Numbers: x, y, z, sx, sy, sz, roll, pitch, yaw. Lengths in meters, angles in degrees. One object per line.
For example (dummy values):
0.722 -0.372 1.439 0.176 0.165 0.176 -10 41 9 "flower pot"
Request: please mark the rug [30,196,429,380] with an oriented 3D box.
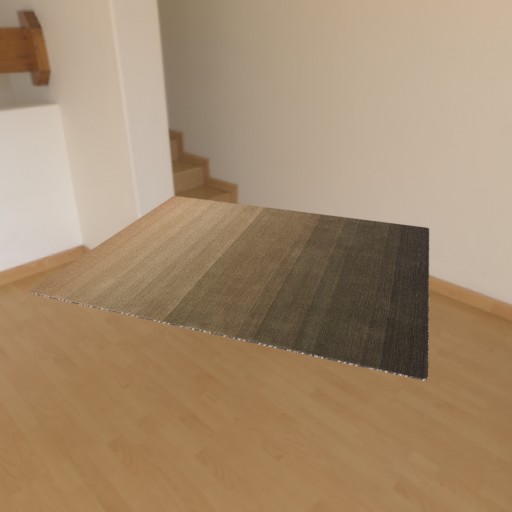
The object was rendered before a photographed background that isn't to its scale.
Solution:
0.000 0.000 3.932 2.902 0.017 2.306 9 29 17 "rug"
